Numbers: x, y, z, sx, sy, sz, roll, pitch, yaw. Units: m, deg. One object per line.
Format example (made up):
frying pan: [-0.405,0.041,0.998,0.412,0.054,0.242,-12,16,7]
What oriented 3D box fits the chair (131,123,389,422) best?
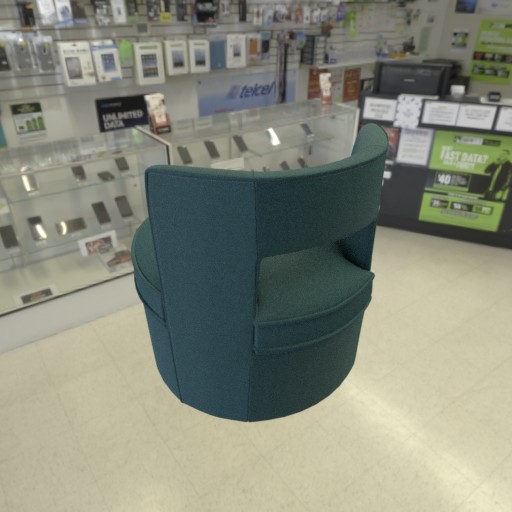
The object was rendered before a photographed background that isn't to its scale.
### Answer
chair: [0.000,0.000,1.262,0.684,0.711,0.660,-19,35,-28]
